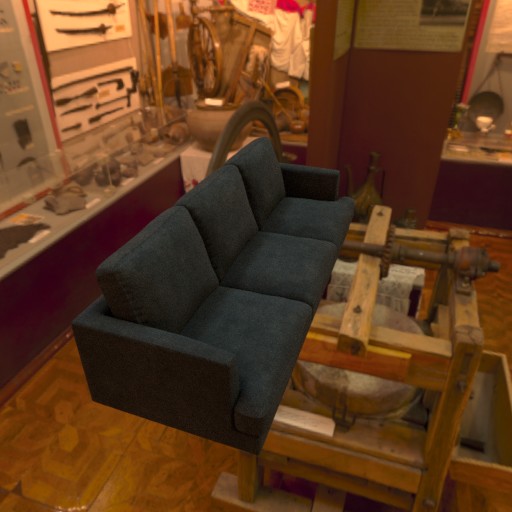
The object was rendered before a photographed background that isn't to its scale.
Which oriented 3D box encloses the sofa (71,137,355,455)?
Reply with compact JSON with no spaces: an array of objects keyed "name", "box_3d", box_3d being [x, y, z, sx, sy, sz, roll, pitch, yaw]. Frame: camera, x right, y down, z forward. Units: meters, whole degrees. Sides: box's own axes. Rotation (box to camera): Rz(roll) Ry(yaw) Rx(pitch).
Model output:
[{"name":"sofa","box_3d":[0.000,0.000,2.766,0.903,0.930,2.246,11,33,17]}]
